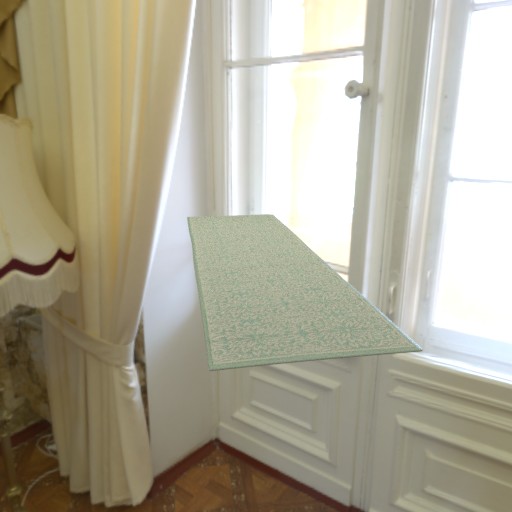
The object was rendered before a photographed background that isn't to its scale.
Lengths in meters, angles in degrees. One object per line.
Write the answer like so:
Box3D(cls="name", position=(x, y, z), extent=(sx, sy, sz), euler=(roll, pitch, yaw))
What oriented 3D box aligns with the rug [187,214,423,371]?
Box3D(cls="rug", position=(0.000, 0.000, 2.351), extent=(0.662, 0.011, 2.196), euler=(-3, 17, -10))
